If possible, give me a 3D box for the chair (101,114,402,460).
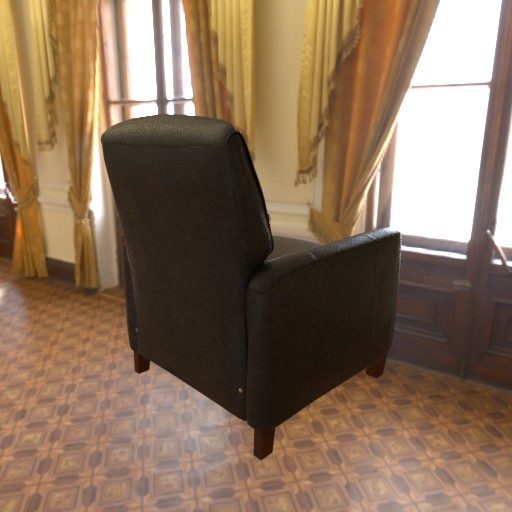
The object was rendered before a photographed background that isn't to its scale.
[{"bbox_3d":[0.000,0.000,1.702,0.864,1.014,0.848,-15,21,-43],"label":"chair"}]
